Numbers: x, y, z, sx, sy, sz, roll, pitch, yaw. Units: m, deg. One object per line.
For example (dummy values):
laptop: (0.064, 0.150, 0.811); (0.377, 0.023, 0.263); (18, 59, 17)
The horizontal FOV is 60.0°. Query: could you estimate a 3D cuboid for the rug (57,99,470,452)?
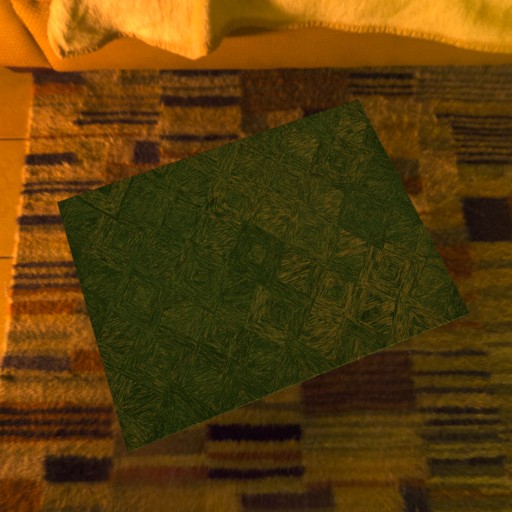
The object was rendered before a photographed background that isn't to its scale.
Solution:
rug: (0.000, 0.000, 4.158); (3.217, 0.027, 2.405); (-20, 75, -6)
